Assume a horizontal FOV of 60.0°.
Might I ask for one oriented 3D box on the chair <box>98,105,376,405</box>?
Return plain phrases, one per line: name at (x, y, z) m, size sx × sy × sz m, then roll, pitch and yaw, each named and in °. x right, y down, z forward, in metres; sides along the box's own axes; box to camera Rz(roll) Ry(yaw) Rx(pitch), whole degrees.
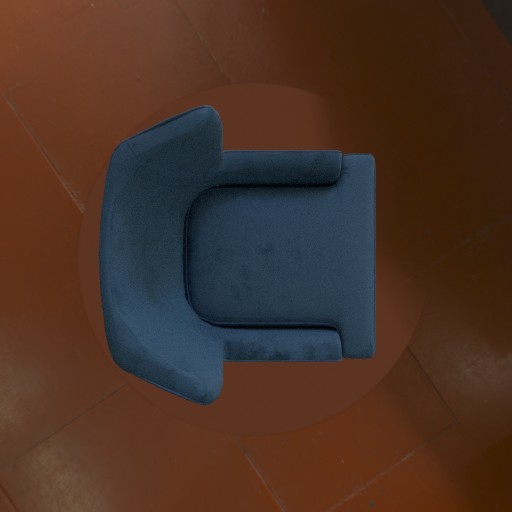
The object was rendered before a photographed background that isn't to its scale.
chair at (0.000, 0.000, 1.629) m, size 0.910 × 0.952 × 0.793 m, roll 0°, pitch 90°, yaw 0°
